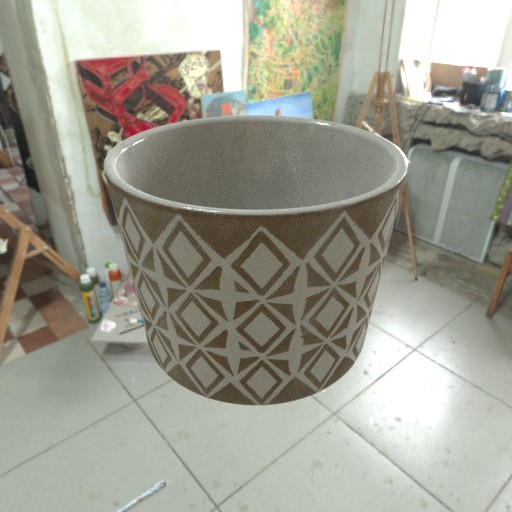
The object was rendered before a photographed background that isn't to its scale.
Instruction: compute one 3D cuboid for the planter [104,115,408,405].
[{"bbox_3d":[0.000,0.000,0.450,0.260,0.220,0.260,0,31,0],"label":"planter"}]
